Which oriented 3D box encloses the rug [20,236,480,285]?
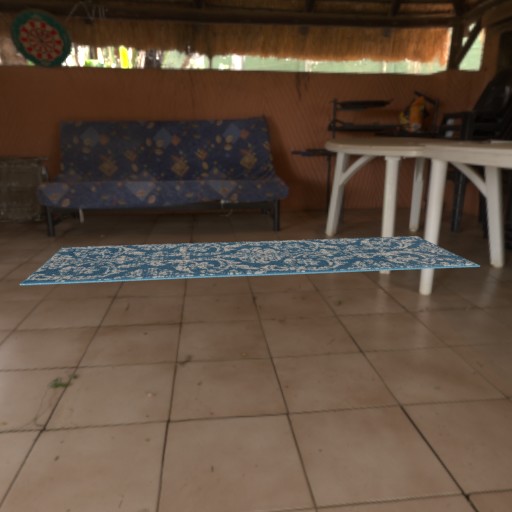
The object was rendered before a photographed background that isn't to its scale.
[{"bbox_3d":[0.000,0.000,2.412,2.196,0.011,0.662,-2,16,-7],"label":"rug"}]
